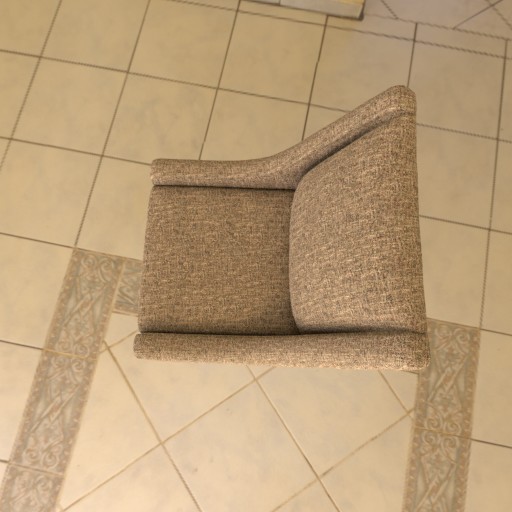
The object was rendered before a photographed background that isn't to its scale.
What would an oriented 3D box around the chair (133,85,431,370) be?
[{"bbox_3d":[0.000,0.000,1.605,0.870,1.014,0.774,2,77,0],"label":"chair"}]
